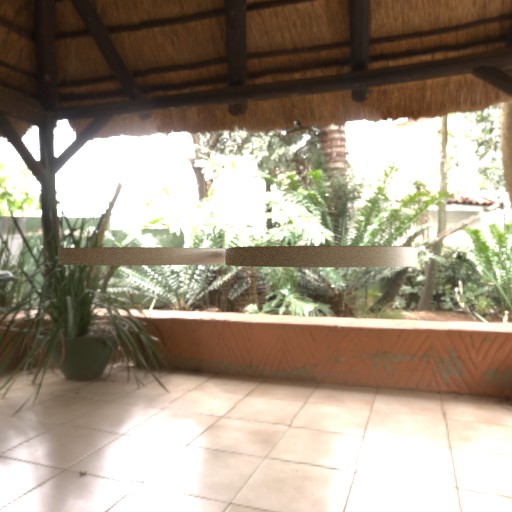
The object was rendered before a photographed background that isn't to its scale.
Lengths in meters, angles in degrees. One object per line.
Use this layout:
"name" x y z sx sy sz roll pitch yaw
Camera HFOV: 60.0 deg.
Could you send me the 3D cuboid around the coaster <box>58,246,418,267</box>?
"coaster" 0.000 0.000 0.329 0.224 0.010 0.220 0 0 19
